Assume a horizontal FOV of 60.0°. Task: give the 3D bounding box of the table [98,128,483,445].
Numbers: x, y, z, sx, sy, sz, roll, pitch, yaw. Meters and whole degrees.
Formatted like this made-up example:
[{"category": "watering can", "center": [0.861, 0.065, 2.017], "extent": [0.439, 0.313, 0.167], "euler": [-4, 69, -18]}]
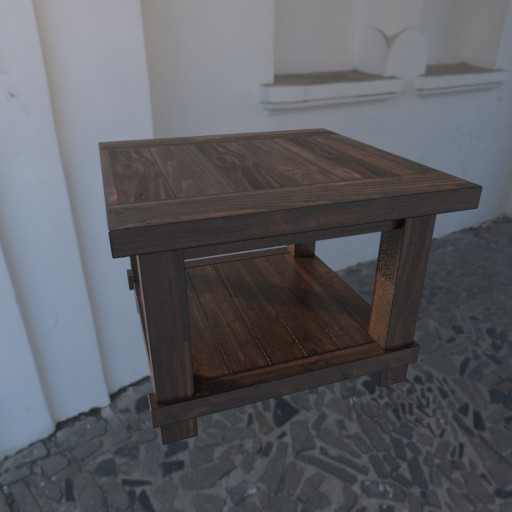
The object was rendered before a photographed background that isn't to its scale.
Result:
[{"category": "table", "center": [0.000, 0.000, 1.005], "extent": [0.606, 0.437, 0.593], "euler": [-8, 27, -17]}]
